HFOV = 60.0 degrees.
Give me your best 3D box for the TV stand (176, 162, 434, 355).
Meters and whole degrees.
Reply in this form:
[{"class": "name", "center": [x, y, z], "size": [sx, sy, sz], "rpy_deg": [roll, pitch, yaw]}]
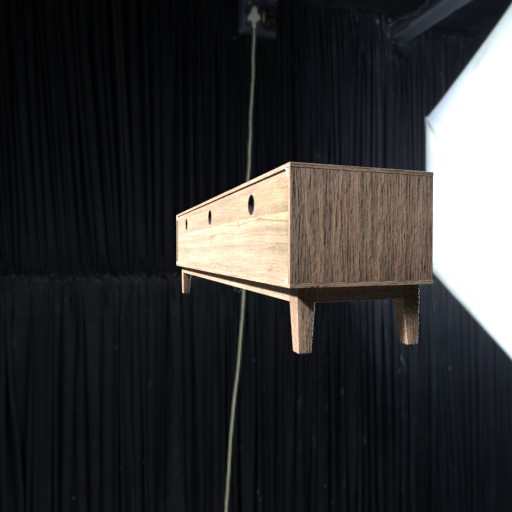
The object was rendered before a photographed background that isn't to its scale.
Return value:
[{"class": "TV stand", "center": [0.000, 0.000, 1.680], "size": [0.366, 0.409, 1.482], "rpy_deg": [0, 1, -19]}]
